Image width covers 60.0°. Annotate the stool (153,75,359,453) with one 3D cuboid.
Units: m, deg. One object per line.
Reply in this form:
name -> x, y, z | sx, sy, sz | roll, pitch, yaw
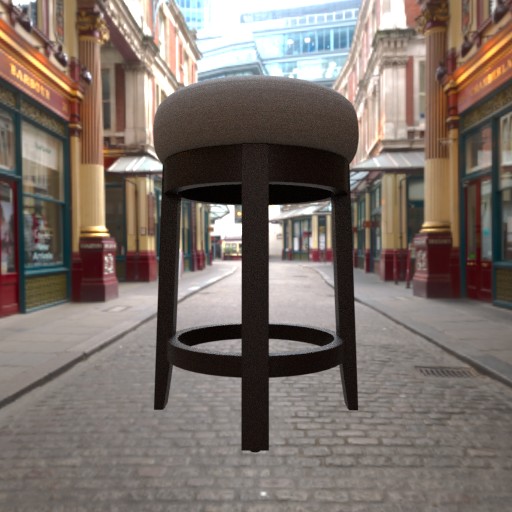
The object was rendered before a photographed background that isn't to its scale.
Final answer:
stool -> 0.000, 0.000, 0.978 | 0.443, 0.672, 0.443 | 0, 0, 0
